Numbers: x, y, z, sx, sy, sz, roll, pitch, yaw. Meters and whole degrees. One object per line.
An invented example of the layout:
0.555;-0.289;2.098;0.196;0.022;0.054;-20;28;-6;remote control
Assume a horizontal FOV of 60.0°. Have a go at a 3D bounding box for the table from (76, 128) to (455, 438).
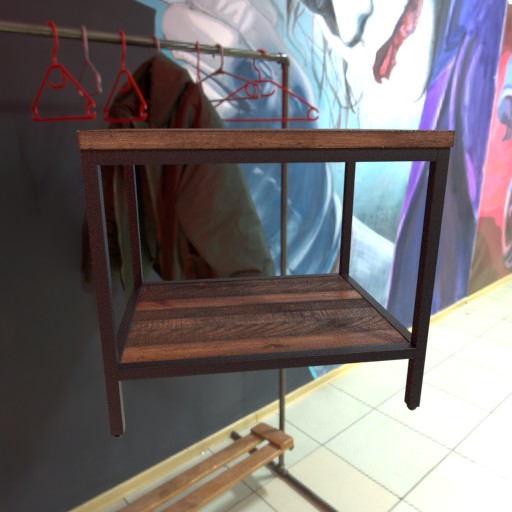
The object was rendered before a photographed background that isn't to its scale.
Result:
0.000;0.000;1.114;0.678;0.612;0.524;-2;16;-8;table
